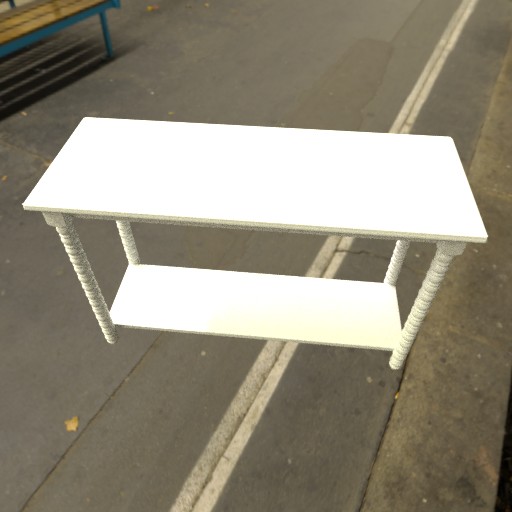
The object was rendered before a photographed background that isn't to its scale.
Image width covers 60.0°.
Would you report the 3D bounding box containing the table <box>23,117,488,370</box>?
[{"bbox_3d":[0.000,0.000,1.534,1.184,0.740,0.459,4,47,4],"label":"table"}]
